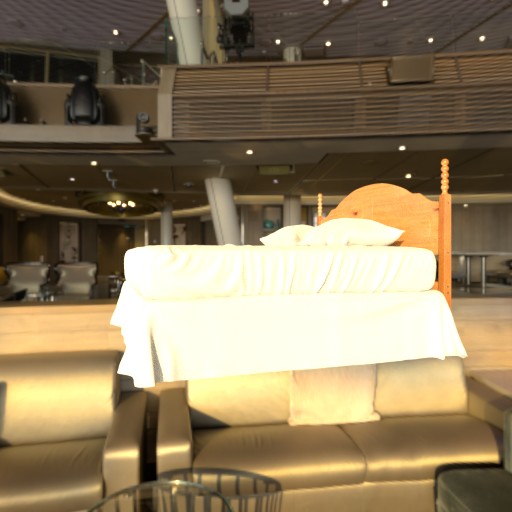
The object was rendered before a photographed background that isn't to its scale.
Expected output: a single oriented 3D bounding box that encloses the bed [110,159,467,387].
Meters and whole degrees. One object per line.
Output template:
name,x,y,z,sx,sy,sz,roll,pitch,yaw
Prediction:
bed,0.000,0.000,3.608,2.219,1.355,2.322,0,0,-19
